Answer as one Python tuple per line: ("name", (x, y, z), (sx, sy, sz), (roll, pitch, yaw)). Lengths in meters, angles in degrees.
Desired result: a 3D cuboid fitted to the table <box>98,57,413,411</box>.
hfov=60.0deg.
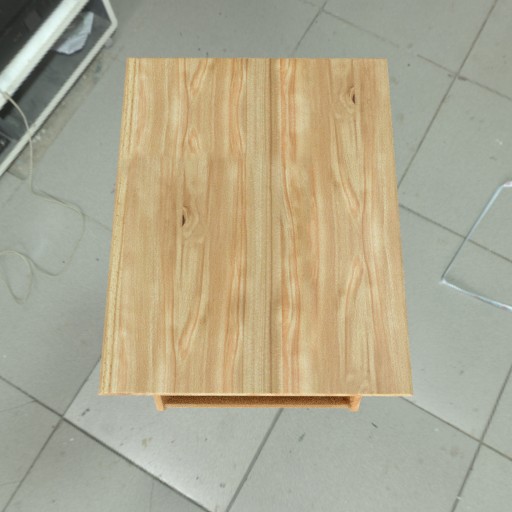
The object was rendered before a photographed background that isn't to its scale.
("table", (0.000, 0.000, 0.837), (0.380, 0.515, 0.530), (0, 76, 0))
